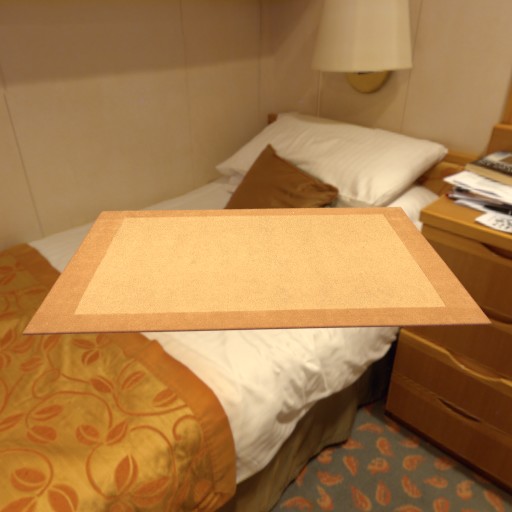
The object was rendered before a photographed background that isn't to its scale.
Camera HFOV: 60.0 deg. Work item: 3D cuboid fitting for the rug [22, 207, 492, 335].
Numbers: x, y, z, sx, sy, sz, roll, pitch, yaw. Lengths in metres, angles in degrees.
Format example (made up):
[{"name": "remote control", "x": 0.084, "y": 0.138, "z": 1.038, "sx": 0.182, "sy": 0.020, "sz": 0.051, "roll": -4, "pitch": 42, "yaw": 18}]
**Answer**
[{"name": "rug", "x": 0.000, "y": 0.000, "z": 2.954, "sx": 2.438, "sy": 0.014, "sz": 1.524, "roll": -1, "pitch": 30, "yaw": -2}]
